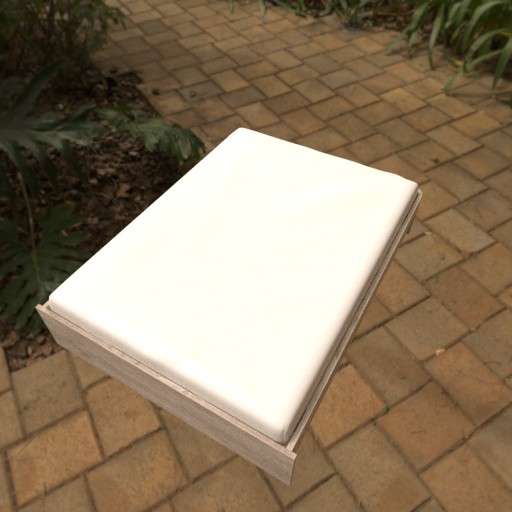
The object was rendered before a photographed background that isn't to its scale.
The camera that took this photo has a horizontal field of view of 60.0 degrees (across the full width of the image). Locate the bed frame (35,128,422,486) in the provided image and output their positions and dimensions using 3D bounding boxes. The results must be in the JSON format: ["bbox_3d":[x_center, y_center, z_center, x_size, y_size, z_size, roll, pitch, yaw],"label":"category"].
[{"bbox_3d":[0.000,0.000,2.682,1.490,0.462,1.950,23,51,20],"label":"bed frame"}]
